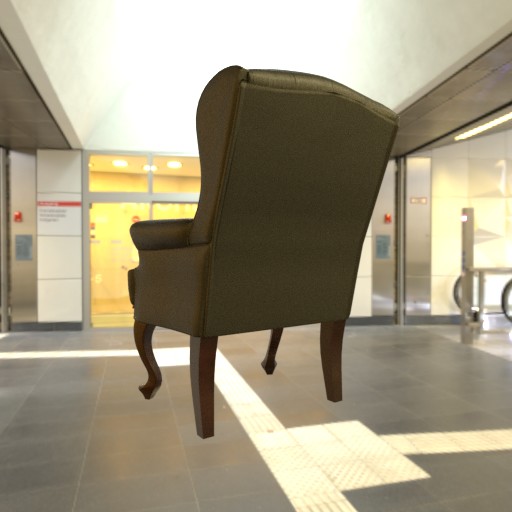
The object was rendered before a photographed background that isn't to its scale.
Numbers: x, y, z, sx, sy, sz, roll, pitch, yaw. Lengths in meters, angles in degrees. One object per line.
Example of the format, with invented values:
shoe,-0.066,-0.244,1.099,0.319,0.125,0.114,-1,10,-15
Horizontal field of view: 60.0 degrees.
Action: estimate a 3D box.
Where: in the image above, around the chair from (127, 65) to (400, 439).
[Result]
chair,0.000,0.000,1.673,0.831,1.133,0.822,-1,1,-35
